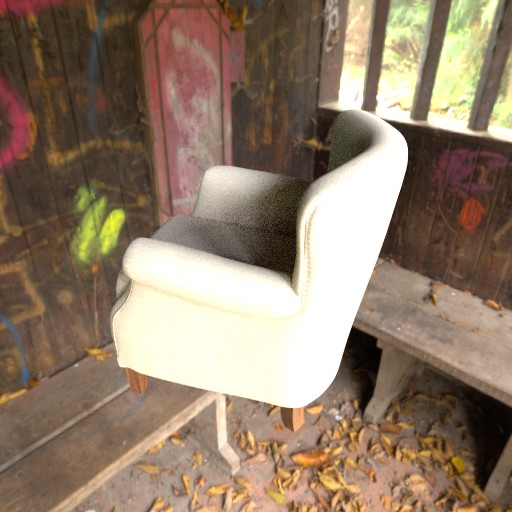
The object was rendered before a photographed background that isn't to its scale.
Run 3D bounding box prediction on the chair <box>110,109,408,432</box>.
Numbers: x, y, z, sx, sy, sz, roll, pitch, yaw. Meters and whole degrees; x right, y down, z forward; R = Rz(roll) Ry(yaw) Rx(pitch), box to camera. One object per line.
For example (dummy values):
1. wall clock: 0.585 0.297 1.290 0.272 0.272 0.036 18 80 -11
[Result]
1. chair: 0.000 0.000 1.622 0.921 0.936 0.861 7 31 12
